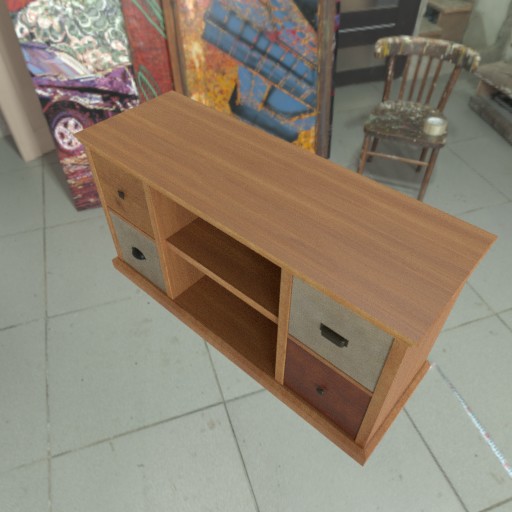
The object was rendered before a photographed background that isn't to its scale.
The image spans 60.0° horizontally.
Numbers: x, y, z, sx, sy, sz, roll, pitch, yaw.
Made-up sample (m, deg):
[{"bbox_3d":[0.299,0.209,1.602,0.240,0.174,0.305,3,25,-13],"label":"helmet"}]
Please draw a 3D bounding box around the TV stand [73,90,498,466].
[{"bbox_3d":[0.000,0.000,1.435,1.181,0.607,0.417,32,53,28],"label":"TV stand"}]
